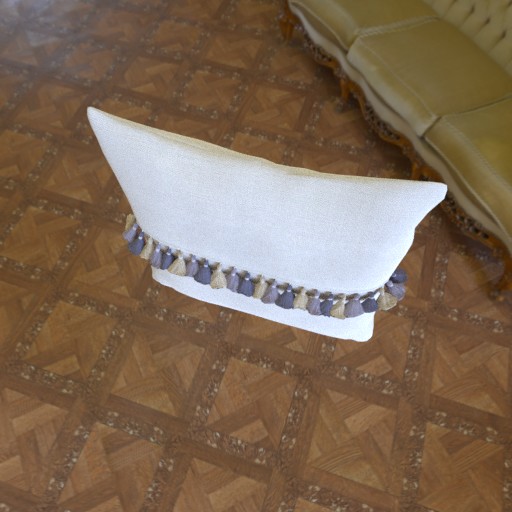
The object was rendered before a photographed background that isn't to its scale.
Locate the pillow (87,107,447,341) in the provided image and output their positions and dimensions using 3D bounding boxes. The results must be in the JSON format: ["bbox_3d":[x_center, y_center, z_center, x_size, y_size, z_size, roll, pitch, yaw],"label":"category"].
[{"bbox_3d":[0.000,0.000,0.742,0.489,0.481,0.165,15,60,9],"label":"pillow"}]
